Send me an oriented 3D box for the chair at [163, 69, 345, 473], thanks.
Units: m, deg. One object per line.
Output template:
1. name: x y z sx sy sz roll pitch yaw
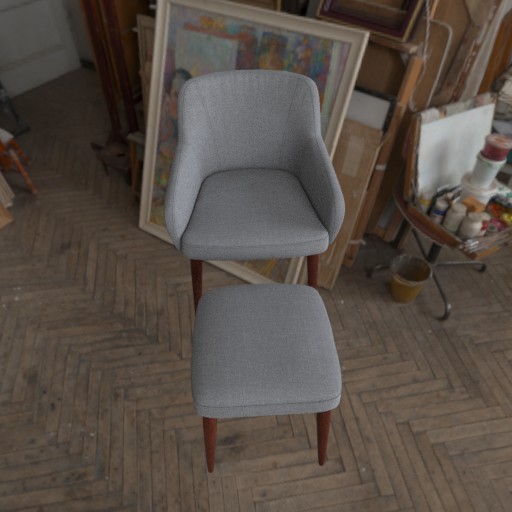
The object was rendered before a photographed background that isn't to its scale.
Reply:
1. chair: 0.000 0.000 1.489 0.584 0.799 1.107 -2 46 -2
